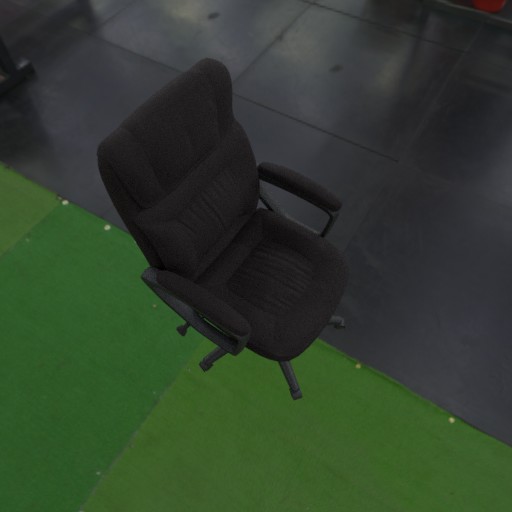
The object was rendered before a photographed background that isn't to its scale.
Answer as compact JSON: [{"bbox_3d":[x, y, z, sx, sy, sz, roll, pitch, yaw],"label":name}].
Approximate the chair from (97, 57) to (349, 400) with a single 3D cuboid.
[{"bbox_3d":[0.000,0.000,1.576,0.724,1.105,0.667,30,63,17],"label":"chair"}]
